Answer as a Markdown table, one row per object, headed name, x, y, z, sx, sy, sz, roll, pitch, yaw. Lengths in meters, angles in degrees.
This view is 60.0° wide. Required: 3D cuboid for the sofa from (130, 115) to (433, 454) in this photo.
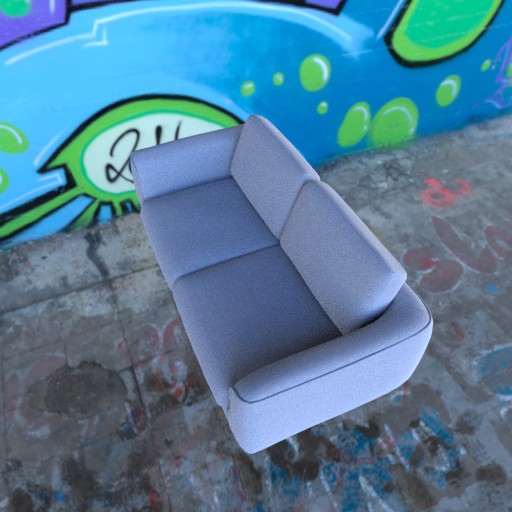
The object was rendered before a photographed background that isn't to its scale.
| name | x | y | z | sx | sy | sz | roll | pitch | yaw |
| --- | --- | --- | --- | --- | --- | --- | --- | --- | --- |
| sofa | 0.000 | 0.000 | 2.253 | 0.920 | 0.850 | 1.700 | -18 | 49 | -16 |
